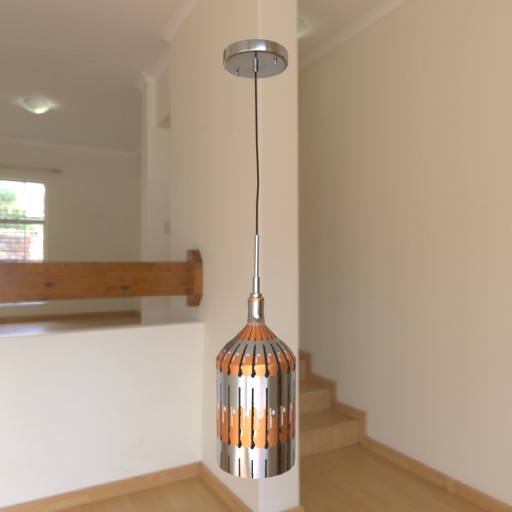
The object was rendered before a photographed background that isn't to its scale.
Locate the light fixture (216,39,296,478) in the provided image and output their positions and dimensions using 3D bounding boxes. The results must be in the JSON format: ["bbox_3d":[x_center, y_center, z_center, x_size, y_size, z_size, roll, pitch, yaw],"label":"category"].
[{"bbox_3d":[0.000,0.000,1.682,0.303,1.535,0.303,0,-1,0],"label":"light fixture"}]
